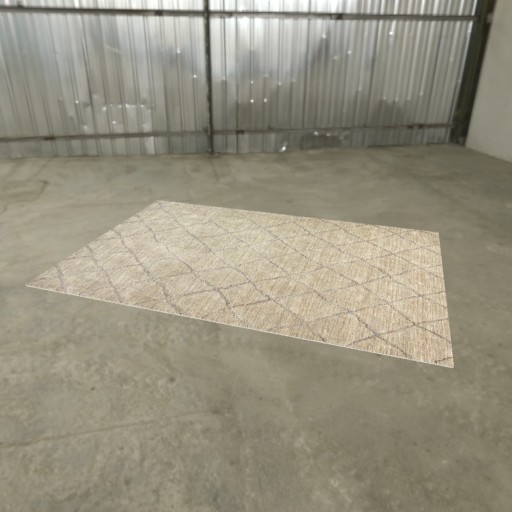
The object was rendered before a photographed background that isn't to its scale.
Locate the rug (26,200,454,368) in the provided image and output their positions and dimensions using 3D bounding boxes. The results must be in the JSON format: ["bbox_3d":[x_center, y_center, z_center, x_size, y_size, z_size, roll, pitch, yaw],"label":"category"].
[{"bbox_3d":[0.000,0.000,2.869,2.280,0.015,1.521,8,28,16],"label":"rug"}]
